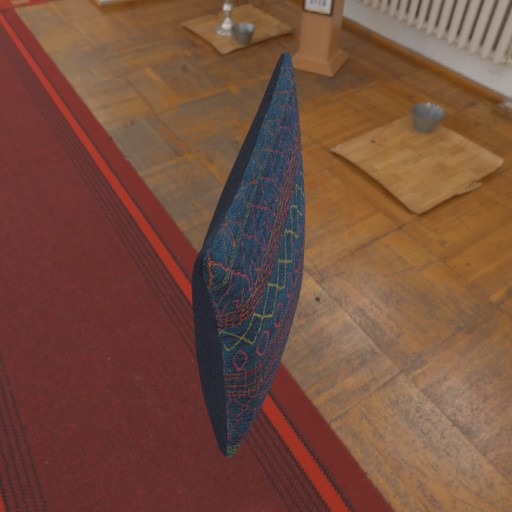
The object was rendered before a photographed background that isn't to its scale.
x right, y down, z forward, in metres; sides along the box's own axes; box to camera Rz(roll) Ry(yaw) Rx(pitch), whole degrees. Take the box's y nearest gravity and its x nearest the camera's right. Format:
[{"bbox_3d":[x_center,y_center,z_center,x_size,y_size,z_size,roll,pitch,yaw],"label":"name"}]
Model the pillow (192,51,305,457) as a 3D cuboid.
[{"bbox_3d":[0.000,0.000,0.646,0.141,0.431,0.431,9,48,8],"label":"pillow"}]
